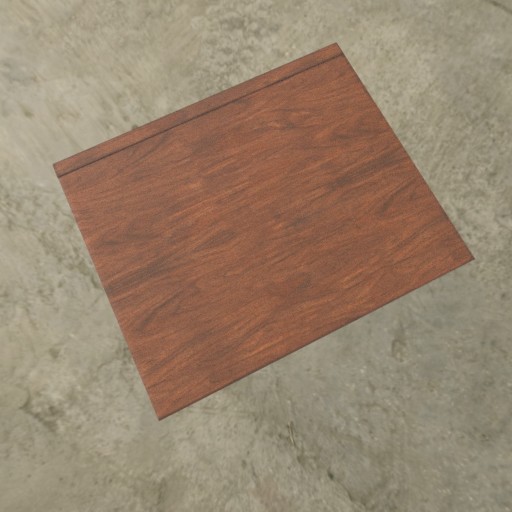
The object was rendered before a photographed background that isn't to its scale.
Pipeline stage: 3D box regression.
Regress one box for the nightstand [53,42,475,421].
[{"bbox_3d":[0.000,0.000,0.984,0.521,0.607,0.445,-26,77,-6],"label":"nightstand"}]
